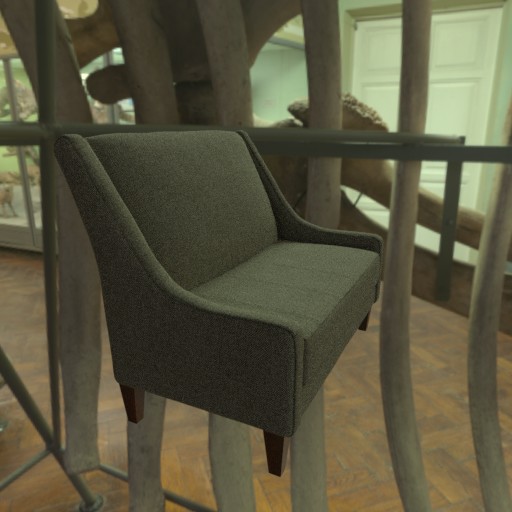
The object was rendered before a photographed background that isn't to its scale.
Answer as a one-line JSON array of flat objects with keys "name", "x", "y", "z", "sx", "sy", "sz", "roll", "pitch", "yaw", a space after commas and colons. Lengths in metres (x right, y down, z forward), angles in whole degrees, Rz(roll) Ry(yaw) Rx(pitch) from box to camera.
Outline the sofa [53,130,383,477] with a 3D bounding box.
[{"name": "sofa", "x": 0.000, "y": 0.000, "z": 1.888, "sx": 0.870, "sy": 1.021, "sz": 1.242, "roll": 8, "pitch": 18, "yaw": 25}]
